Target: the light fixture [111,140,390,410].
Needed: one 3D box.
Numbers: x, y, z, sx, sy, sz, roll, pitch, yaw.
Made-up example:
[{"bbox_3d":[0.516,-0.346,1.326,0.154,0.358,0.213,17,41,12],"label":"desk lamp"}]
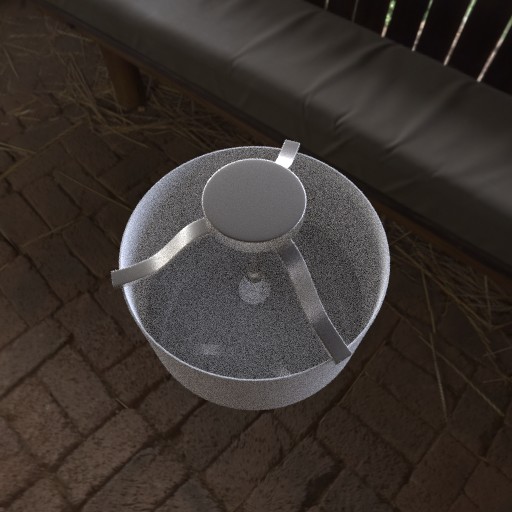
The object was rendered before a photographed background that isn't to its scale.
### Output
[{"bbox_3d":[0.000,0.000,0.667,0.395,0.304,0.395,0,60,0],"label":"light fixture"}]
